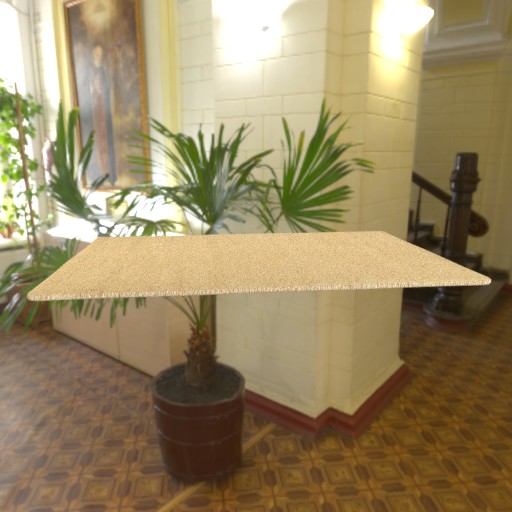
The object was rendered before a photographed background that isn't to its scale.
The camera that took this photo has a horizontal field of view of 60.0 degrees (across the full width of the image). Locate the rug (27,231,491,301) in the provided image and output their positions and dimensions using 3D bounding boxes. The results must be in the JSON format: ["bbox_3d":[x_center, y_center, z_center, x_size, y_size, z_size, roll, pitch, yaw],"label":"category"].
[{"bbox_3d":[0.000,0.000,2.915,2.349,0.026,1.500,-2,13,-6],"label":"rug"}]
